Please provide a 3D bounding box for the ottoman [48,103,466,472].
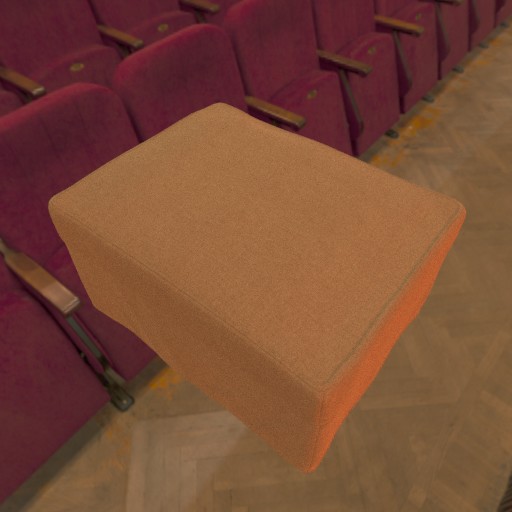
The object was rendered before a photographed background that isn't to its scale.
[{"bbox_3d":[0.000,0.000,1.220,0.833,0.485,0.650,30,55,24],"label":"ottoman"}]
